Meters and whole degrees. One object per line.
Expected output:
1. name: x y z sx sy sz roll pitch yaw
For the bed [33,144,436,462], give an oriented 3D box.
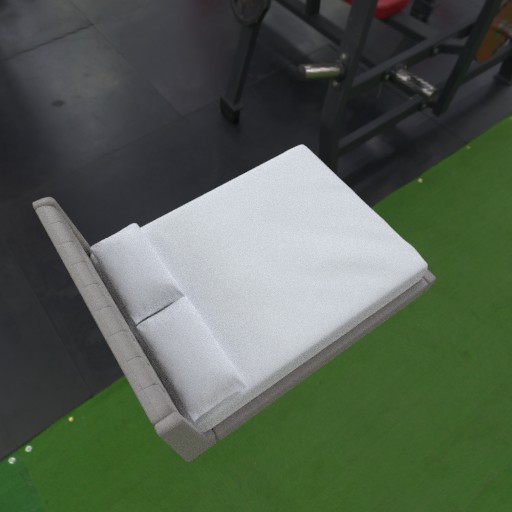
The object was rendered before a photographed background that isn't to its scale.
1. bed: 0.000 0.000 3.186 2.232 1.147 1.656 -31 63 -17
